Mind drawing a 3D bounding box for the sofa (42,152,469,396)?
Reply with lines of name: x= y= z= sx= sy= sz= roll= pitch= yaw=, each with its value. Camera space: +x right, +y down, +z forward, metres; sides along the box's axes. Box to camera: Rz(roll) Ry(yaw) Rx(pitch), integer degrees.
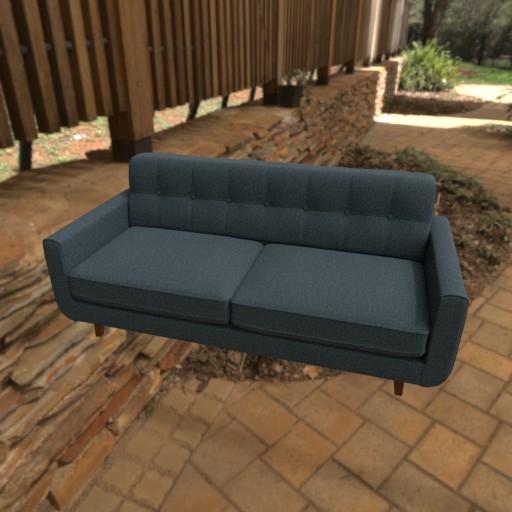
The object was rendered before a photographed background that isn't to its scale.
sofa: x=0.000 y=0.000 z=2.491 sx=2.055 sy=0.884 sz=0.942 roll=7 pitch=28 yaw=14
